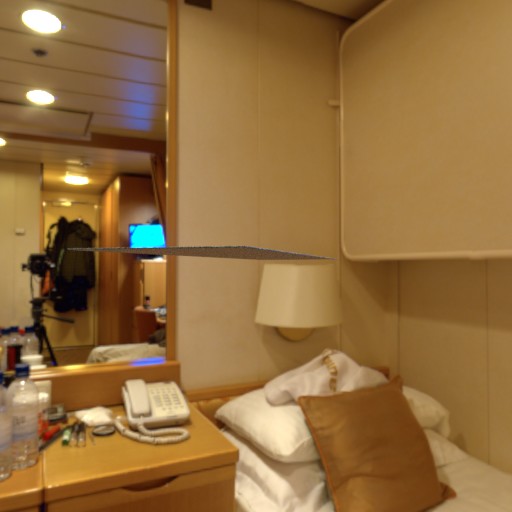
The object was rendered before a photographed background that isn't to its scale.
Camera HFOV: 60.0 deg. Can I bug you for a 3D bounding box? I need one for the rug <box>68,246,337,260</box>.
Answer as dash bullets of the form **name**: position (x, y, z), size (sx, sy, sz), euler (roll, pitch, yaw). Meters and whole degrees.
- **rug**: position (0.000, 0.000, 2.681), size (0.688, 0.008, 2.443), euler (0, -1, 17)
